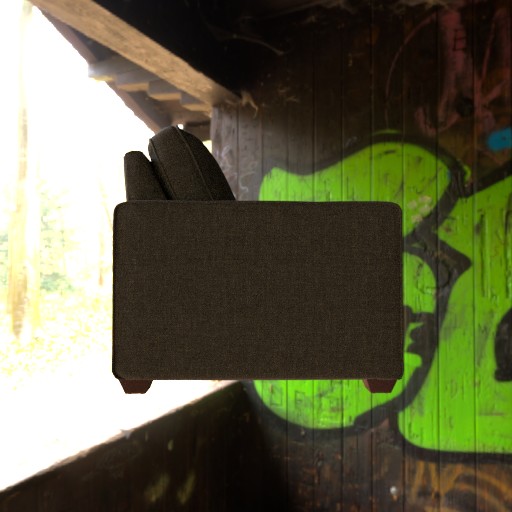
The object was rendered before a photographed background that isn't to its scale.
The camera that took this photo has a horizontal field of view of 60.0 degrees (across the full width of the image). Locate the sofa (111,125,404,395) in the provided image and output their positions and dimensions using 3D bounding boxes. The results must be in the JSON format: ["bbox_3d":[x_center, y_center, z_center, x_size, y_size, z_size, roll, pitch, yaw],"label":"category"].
[{"bbox_3d":[0.000,0.000,2.228,0.947,0.918,1.709,0,-1,-1],"label":"sofa"}]
